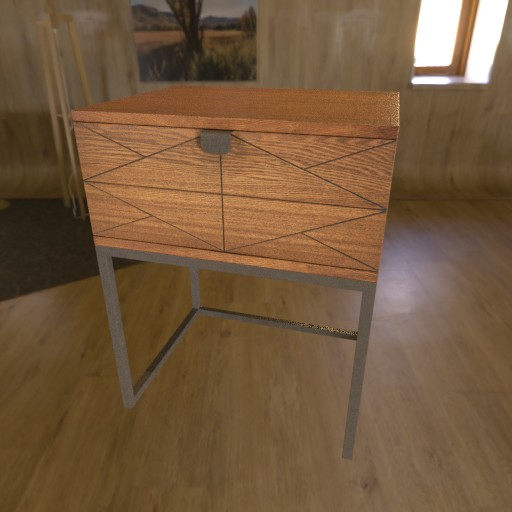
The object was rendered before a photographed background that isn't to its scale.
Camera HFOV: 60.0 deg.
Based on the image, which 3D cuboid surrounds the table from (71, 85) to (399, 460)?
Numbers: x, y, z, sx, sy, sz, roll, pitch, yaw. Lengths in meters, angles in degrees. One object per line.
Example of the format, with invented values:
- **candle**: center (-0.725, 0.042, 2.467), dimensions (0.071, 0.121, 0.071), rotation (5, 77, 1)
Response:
- **table**: center (0.000, 0.000, 0.912), dimensions (0.482, 0.610, 0.400), rotation (7, 27, 14)
